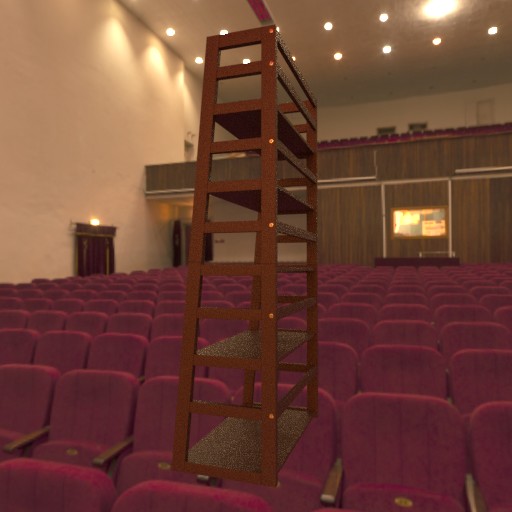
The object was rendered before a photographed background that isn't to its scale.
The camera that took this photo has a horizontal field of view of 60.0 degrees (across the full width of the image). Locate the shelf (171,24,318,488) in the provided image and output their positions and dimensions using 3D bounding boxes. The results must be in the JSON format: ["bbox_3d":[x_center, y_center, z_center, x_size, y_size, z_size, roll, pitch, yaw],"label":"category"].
[{"bbox_3d":[0.000,0.000,1.953,0.403,1.600,0.763,0,-1,19],"label":"shelf"}]
